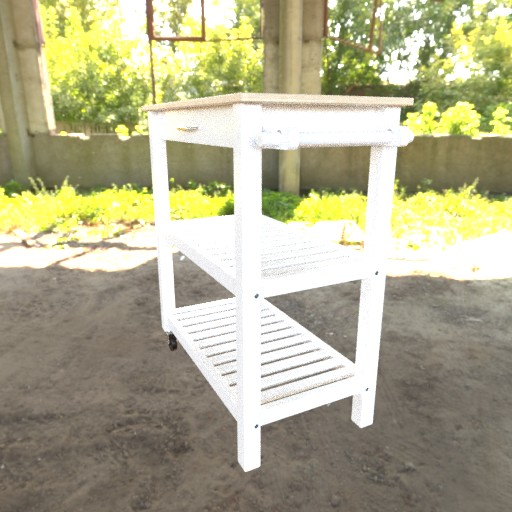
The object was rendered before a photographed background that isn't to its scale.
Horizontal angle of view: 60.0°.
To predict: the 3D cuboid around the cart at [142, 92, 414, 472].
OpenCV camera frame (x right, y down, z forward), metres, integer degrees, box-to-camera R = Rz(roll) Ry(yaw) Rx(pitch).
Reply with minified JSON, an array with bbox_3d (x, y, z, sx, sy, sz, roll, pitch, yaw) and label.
[{"bbox_3d":[0.000,0.000,1.416,0.457,0.927,0.899,-8,19,-26],"label":"cart"}]
